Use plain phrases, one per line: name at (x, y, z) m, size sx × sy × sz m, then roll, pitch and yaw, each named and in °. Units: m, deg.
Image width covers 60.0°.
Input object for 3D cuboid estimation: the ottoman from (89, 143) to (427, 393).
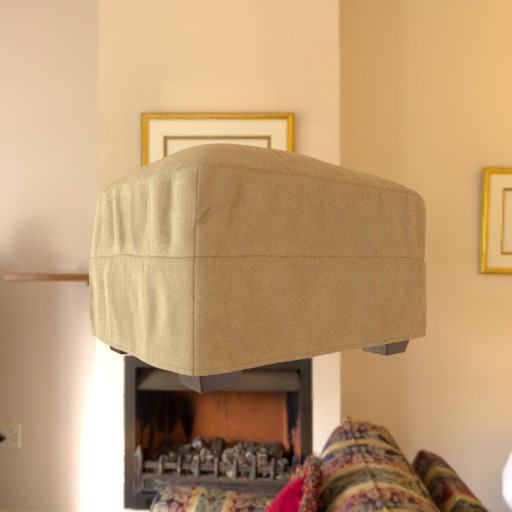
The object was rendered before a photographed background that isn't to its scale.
ottoman at (0.000, 0.000, 1.122) m, size 0.712 × 0.480 × 0.584 m, roll 0°, pitch -1°, yaw -37°
